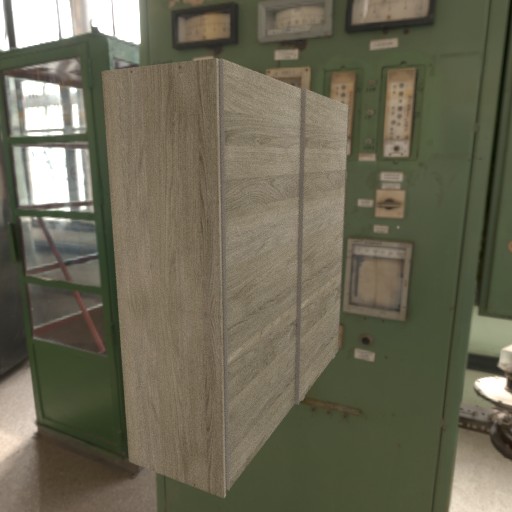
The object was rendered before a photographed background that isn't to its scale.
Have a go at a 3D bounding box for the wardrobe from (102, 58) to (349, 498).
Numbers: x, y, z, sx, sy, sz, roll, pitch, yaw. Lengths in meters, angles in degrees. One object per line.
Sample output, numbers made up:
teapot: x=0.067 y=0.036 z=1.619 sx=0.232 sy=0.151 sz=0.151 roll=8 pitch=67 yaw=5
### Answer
wardrobe: x=0.000 y=0.000 z=2.794 sx=0.629 sy=1.960 sz=1.780 roll=6 pitch=14 yaw=26
